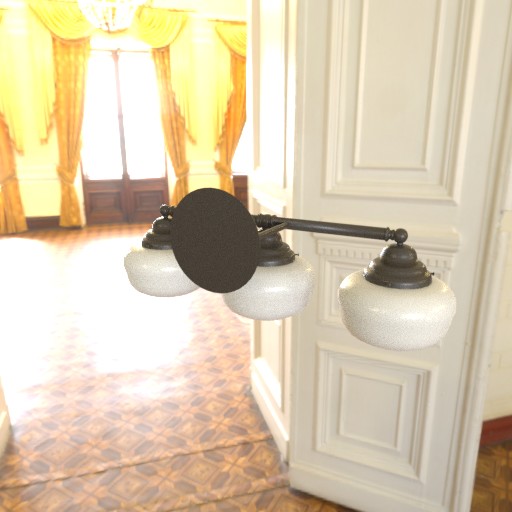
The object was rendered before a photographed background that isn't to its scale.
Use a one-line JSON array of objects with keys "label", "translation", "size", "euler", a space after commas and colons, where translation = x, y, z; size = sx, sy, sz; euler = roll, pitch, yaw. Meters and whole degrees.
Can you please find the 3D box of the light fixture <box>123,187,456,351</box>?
[{"label": "light fixture", "translation": [0.000, 0.000, 0.702], "size": [0.587, 0.242, 0.239], "euler": [9, 18, 28]}]
